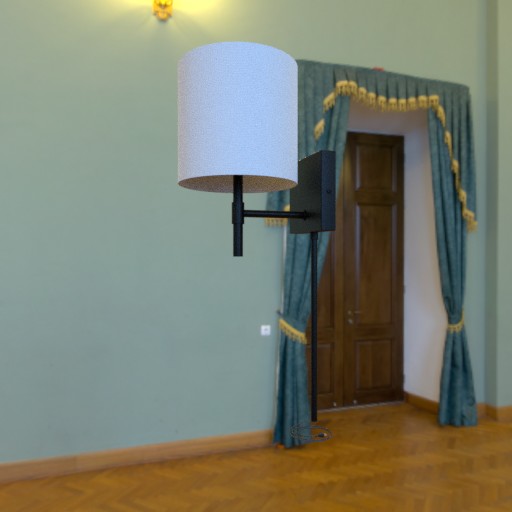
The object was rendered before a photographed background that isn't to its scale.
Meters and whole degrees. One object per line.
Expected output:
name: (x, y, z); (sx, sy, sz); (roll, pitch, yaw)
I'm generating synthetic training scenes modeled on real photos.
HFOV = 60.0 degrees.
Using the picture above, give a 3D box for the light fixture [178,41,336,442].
light fixture: (0.000, 0.000, 0.713); (0.248, 0.589, 0.188); (0, 0, -19)
